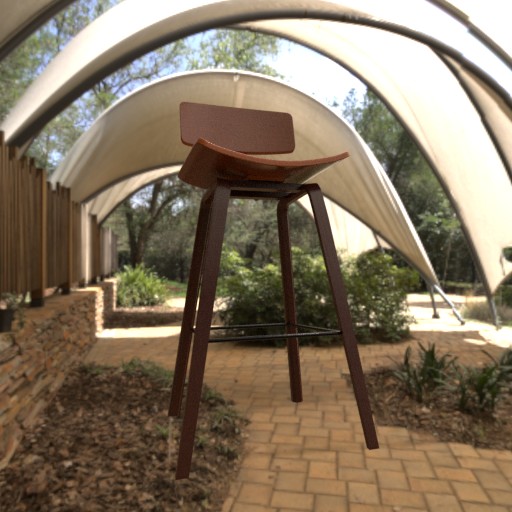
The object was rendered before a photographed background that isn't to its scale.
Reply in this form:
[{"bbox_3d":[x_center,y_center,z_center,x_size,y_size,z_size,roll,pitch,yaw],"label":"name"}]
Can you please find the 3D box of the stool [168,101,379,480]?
[{"bbox_3d":[0.000,0.000,1.245,0.509,0.969,0.440,0,0,-18],"label":"stool"}]
